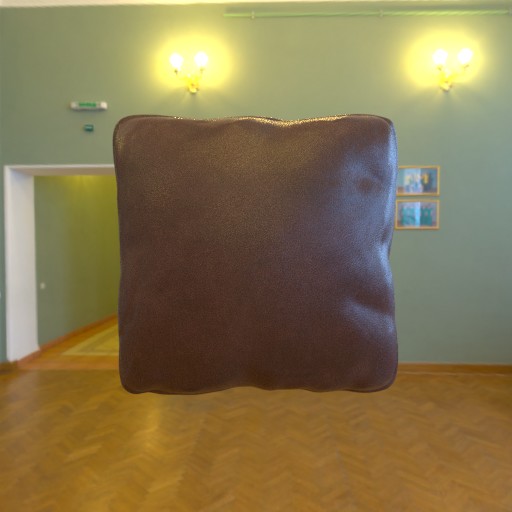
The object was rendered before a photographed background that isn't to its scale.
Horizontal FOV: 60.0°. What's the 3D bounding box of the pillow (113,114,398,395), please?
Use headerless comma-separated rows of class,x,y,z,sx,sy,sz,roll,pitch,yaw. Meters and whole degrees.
pillow,0.000,0.000,0.821,0.532,0.523,0.236,0,2,1
